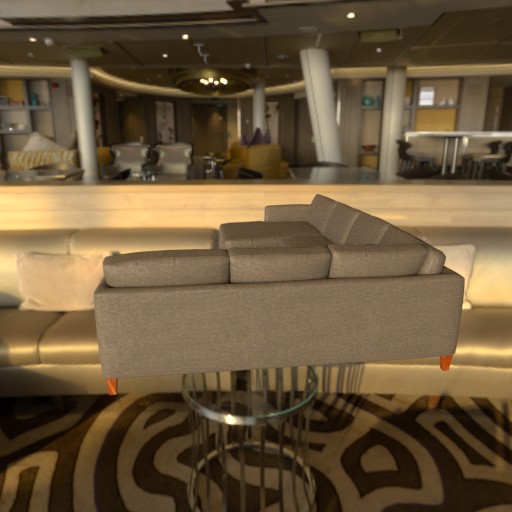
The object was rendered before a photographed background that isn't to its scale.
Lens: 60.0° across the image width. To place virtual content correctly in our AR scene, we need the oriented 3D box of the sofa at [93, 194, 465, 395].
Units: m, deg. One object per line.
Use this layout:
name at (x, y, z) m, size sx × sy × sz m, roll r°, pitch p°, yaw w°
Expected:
sofa at (0.000, 0.000, 4.674) m, size 2.594 × 0.961 × 3.460 m, roll -2°, pitch 15°, yaw -7°
